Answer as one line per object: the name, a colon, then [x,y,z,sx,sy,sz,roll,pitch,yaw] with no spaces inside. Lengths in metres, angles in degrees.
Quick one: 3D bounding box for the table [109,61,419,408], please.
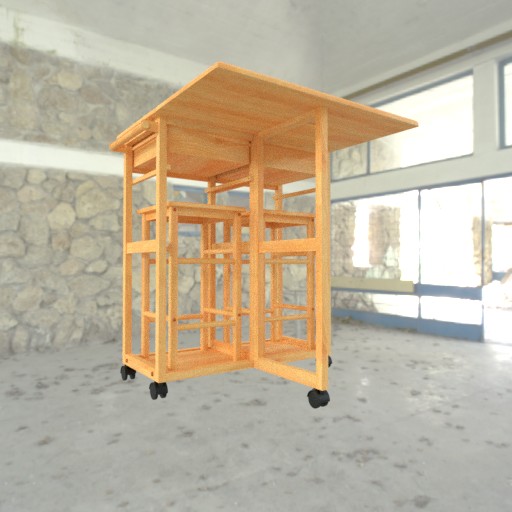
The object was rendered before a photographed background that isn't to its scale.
table: [0.000,0.000,1.432,0.752,0.832,0.693,1,-1,-35]
